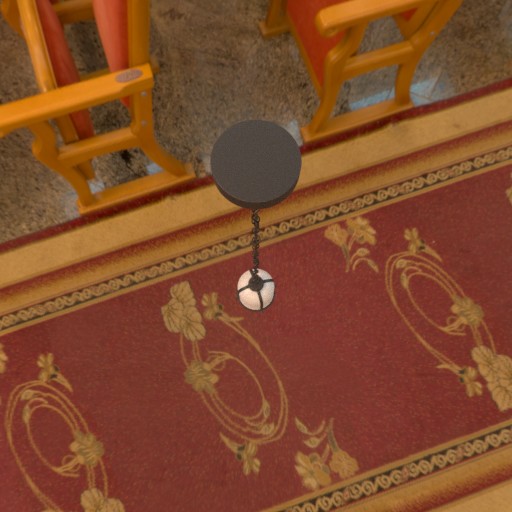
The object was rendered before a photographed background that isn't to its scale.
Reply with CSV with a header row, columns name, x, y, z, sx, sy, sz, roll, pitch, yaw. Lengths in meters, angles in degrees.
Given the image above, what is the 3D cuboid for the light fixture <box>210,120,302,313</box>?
name,x,y,z,sx,sy,sz,roll,pitch,yaw
light fixture,0.000,0.000,1.275,0.178,1.181,0.178,-18,76,-5
